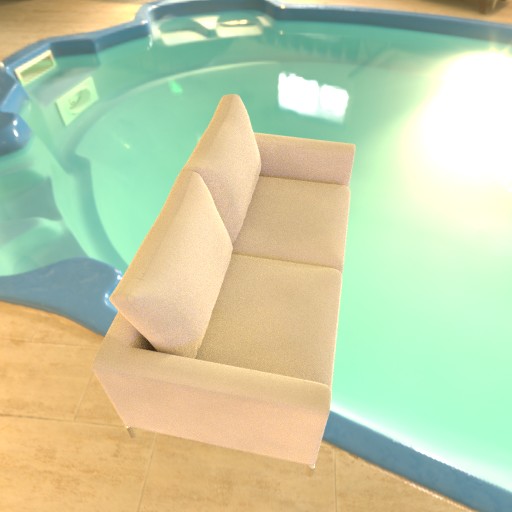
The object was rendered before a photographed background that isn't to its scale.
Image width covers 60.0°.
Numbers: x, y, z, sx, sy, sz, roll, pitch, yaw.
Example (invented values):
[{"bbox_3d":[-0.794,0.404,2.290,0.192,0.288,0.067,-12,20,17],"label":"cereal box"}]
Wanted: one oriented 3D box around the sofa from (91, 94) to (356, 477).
[{"bbox_3d":[0.000,0.000,2.292,0.906,0.995,1.739,9,46,8],"label":"sofa"}]
